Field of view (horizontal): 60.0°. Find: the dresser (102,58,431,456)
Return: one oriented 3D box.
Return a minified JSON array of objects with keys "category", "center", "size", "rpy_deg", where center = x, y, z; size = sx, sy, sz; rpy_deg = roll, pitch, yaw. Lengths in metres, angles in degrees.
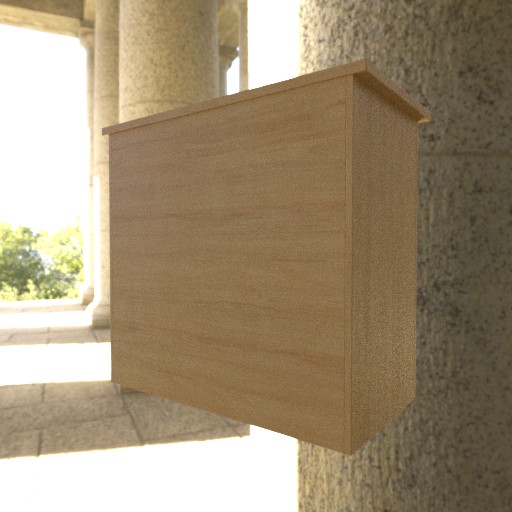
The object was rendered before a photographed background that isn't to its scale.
[{"category":"dresser","center":[0.000,0.000,1.206],"size":[0.800,0.730,0.410],"rpy_deg":[1,2,37]}]
